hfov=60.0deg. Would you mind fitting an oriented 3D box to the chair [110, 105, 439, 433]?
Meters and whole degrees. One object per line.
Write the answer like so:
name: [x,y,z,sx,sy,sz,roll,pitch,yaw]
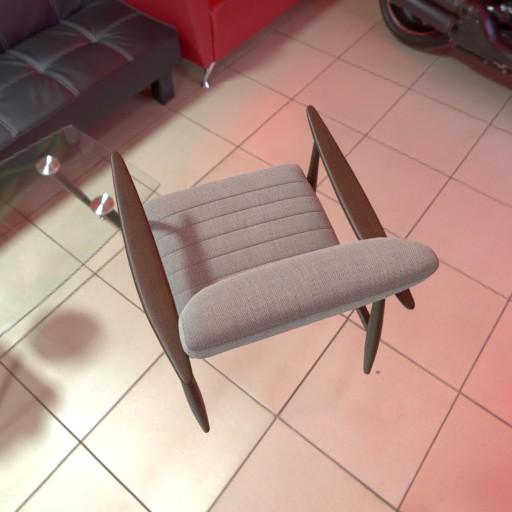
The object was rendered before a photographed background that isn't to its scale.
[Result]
chair: [0.000,0.000,1.401,0.741,0.832,0.798,-16,59,-10]
